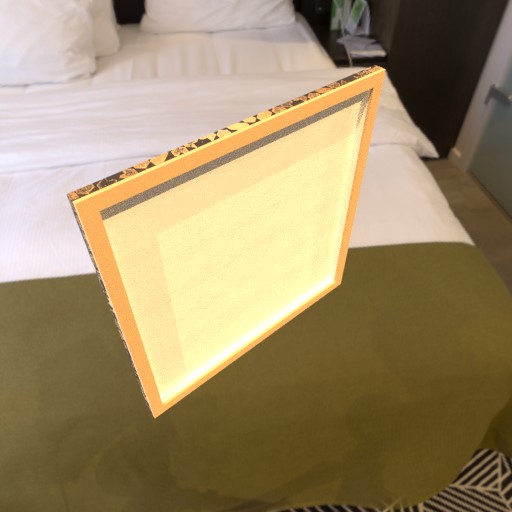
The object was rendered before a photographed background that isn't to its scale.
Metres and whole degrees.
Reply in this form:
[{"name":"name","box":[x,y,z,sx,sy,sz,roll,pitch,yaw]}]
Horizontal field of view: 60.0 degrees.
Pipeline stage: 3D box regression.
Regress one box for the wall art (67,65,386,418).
[{"name":"wall art","box":[0.000,0.000,1.362,0.914,0.914,0.038,-31,53,-27]}]
